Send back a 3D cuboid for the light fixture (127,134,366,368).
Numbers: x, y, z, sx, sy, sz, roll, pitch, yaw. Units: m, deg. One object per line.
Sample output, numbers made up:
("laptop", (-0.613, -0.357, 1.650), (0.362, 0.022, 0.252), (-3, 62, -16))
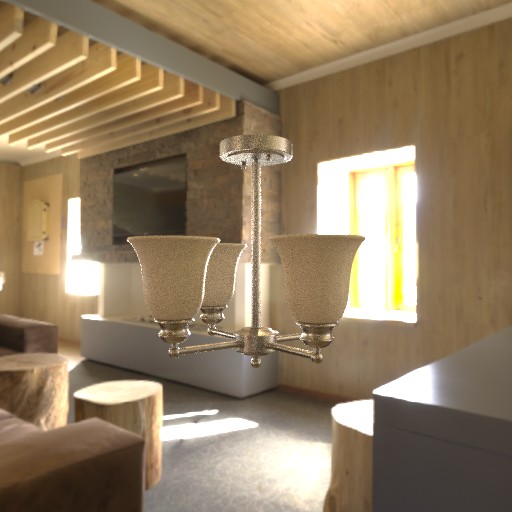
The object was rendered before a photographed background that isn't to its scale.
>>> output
("light fixture", (0.000, 0.000, 0.735), (0.427, 0.370, 0.427), (1, -1, -35))
